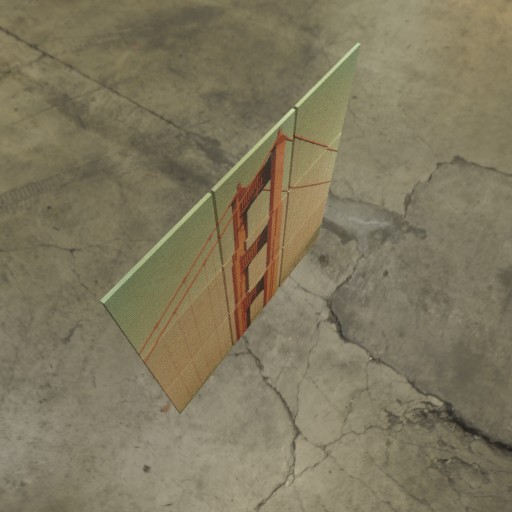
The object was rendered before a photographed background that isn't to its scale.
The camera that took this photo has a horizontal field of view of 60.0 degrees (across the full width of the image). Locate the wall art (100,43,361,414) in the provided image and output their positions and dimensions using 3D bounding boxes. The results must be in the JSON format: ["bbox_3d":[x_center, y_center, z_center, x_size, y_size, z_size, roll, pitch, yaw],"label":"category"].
[{"bbox_3d":[0.000,0.000,1.800,0.013,1.219,1.214,32,64,18],"label":"wall art"}]
